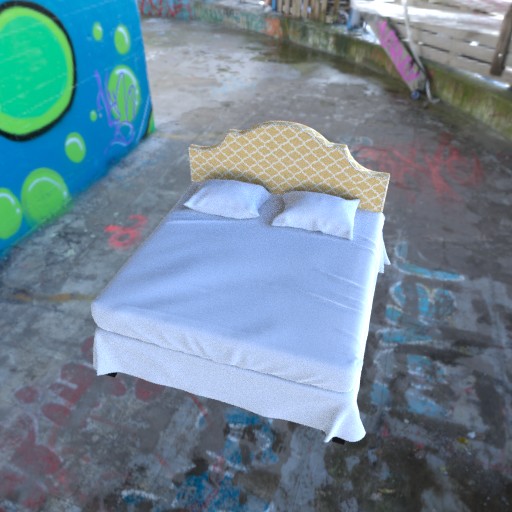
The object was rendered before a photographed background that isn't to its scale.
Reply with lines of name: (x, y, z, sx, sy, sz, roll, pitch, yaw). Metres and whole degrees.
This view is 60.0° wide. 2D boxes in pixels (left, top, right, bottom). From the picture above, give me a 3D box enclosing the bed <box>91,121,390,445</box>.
bed: (0.000, 0.000, 3.774, 2.314, 1.601, 2.222, 11, 41, 14)
